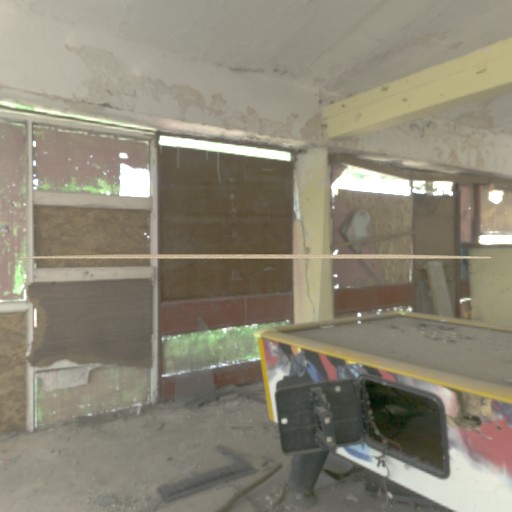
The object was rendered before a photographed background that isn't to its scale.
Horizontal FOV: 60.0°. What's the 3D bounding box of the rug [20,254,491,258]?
[{"bbox_3d":[0.000,0.000,2.326,1.828,0.007,1.220,0,1,0],"label":"rug"}]
